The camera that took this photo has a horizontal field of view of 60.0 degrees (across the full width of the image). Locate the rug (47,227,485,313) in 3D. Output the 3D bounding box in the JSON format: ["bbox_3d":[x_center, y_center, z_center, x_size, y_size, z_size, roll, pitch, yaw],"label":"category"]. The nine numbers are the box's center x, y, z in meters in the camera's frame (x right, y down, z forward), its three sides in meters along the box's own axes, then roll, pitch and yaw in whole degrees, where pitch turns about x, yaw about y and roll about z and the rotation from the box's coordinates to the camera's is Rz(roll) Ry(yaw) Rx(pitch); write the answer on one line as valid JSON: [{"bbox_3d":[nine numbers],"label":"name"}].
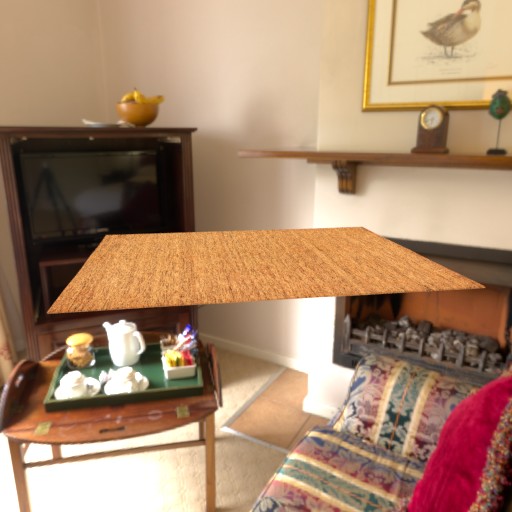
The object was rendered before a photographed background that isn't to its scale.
[{"bbox_3d":[0.000,0.000,4.338,3.200,0.012,2.438,-2,15,-9],"label":"rug"}]
